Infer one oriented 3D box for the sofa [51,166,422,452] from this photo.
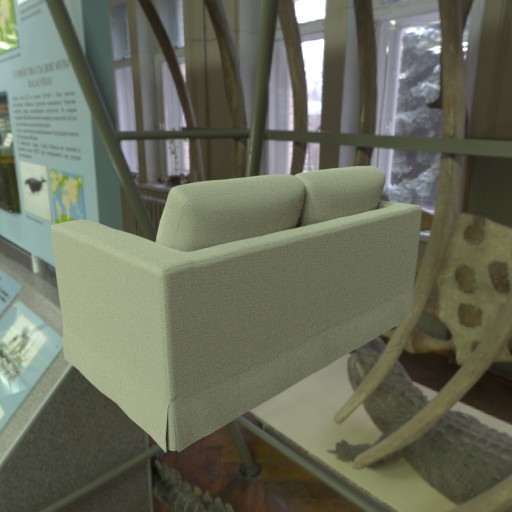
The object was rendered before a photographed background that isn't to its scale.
[{"bbox_3d":[0.000,0.000,2.415,1.813,0.932,1.009,-15,22,-42],"label":"sofa"}]
